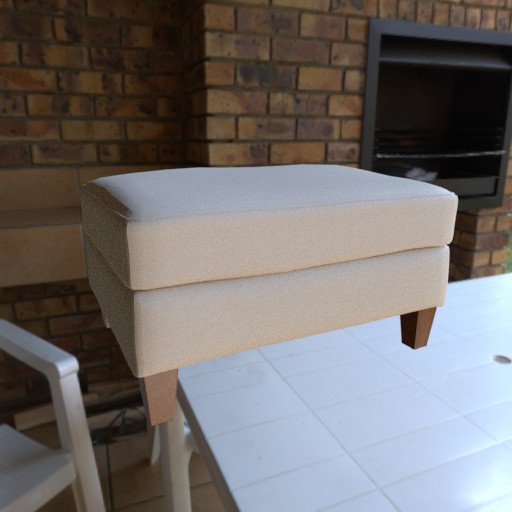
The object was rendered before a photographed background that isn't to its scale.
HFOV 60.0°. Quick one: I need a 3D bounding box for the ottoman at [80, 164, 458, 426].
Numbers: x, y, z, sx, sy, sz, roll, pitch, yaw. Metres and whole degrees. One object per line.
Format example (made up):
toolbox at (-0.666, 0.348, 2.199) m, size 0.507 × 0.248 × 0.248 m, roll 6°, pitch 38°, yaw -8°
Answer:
ottoman at (0.000, 0.000, 1.205) m, size 0.818 × 0.479 × 0.634 m, roll -8°, pitch 17°, yaw -26°
